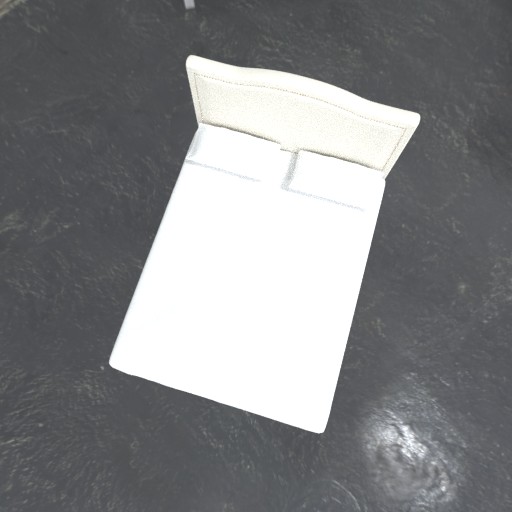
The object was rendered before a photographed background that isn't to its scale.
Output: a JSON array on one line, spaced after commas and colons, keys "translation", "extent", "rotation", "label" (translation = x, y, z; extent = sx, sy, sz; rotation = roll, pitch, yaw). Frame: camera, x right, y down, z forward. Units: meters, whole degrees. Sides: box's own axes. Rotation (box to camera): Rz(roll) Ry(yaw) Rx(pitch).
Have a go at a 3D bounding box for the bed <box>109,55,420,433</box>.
[{"translation": [0.000, 0.000, 3.446], "extent": [1.821, 1.436, 2.282], "rotation": [16, 75, 4], "label": "bed"}]
